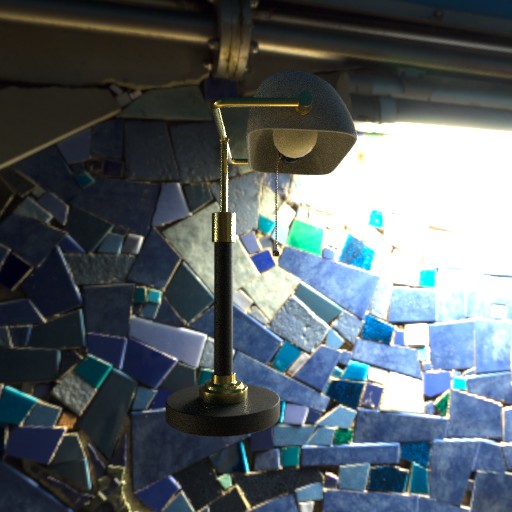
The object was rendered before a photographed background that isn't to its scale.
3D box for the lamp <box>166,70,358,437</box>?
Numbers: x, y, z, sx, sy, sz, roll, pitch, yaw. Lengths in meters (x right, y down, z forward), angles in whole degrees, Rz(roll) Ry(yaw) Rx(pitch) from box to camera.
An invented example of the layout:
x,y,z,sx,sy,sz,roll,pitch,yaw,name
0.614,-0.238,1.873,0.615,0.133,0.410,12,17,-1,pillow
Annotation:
x,y,z,sx,sy,sz,roll,pitch,yaw,name
0.000,0.000,0.566,0.227,0.404,0.269,0,-1,0,lamp
